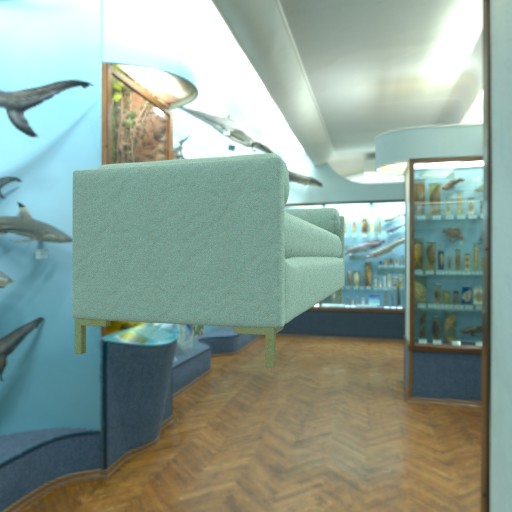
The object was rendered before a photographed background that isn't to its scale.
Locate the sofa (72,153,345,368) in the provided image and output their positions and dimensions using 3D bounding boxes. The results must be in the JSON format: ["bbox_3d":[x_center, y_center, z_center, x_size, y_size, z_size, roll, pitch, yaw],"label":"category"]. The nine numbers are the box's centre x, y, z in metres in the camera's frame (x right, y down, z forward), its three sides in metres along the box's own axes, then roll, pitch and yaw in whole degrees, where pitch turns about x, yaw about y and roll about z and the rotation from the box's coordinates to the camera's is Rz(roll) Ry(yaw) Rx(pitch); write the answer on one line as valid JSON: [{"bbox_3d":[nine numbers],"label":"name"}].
[{"bbox_3d":[0.000,0.000,2.462,0.796,0.705,2.102,0,0,17],"label":"sofa"}]
